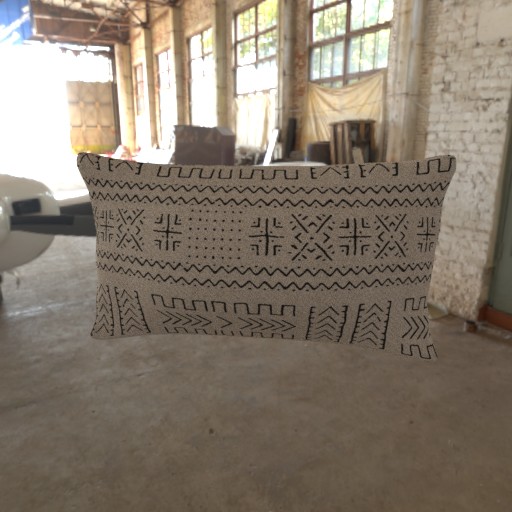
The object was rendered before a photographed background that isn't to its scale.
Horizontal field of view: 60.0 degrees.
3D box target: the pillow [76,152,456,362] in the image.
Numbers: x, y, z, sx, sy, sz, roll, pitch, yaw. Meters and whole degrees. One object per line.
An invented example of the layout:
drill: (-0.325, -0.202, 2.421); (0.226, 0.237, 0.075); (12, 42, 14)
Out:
pillow: (0.000, 0.000, 0.777); (0.637, 0.352, 0.188); (2, 15, 7)
